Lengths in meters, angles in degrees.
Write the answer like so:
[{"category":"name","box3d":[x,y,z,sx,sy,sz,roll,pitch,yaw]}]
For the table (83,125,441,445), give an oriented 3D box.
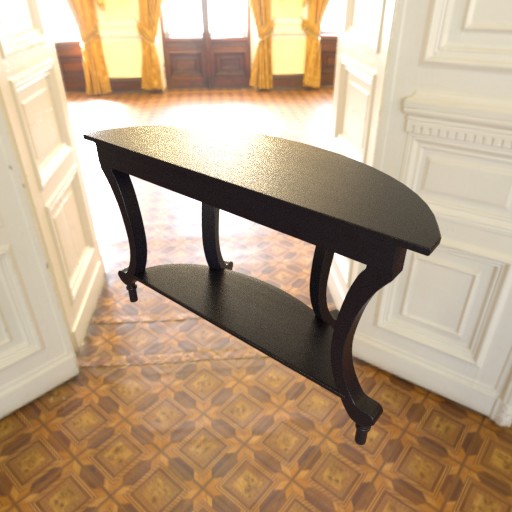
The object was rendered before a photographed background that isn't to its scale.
[{"category":"table","box3d":[0.000,0.000,1.494,1.198,0.692,0.394,23,39,33]}]
